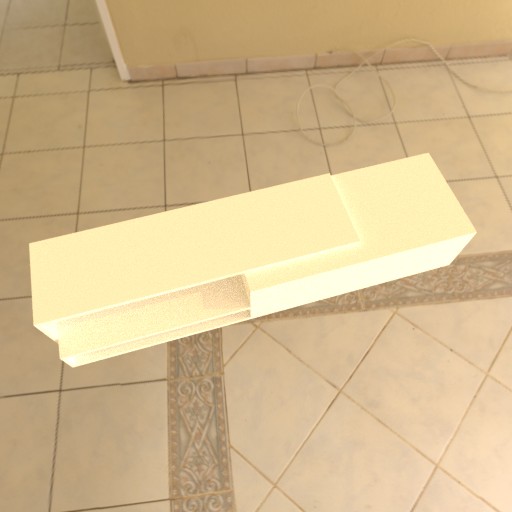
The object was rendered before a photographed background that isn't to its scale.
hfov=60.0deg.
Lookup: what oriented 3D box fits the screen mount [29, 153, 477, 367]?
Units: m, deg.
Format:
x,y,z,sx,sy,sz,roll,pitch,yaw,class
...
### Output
x,y,z,sx,sy,sz,roll,pitch,yaw,class
0.000,0.000,1.845,1.680,0.320,0.420,-14,63,-7,screen mount
